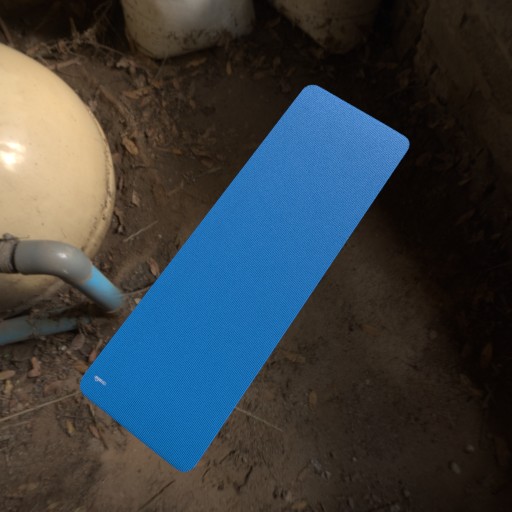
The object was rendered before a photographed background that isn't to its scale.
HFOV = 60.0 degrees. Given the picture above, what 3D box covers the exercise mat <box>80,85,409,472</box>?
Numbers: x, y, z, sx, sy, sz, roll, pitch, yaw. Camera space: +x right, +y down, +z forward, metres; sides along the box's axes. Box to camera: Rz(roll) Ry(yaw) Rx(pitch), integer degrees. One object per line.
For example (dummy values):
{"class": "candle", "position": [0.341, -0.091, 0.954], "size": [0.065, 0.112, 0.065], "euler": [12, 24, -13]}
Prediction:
{"class": "exercise mat", "position": [0.000, 0.000, 2.063], "size": [0.616, 0.021, 1.869], "euler": [34, 78, 8]}
